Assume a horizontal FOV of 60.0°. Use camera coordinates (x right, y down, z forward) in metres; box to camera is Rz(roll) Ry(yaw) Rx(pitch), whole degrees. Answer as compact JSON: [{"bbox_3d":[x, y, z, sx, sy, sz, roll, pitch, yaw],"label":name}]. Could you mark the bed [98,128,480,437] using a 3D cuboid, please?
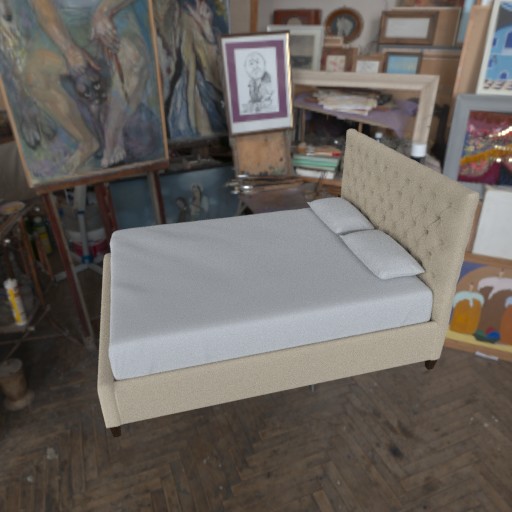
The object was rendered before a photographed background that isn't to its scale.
[{"bbox_3d":[0.000,0.000,3.421,2.387,1.427,1.698,-8,30,-13],"label":"bed"}]
